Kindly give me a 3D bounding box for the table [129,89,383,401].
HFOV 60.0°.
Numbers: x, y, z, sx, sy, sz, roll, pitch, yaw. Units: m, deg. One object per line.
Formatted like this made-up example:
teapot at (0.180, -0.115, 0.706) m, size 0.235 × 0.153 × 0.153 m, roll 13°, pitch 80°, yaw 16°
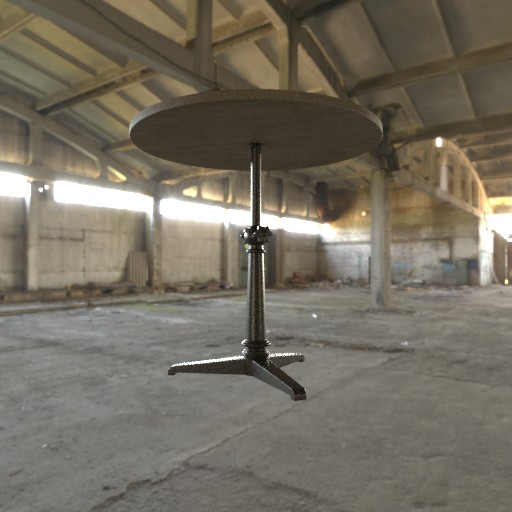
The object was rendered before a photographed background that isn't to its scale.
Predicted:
table at (0.000, 0.000, 1.447) m, size 0.800 × 0.780 × 0.800 m, roll 0°, pitch -1°, yaw 0°
